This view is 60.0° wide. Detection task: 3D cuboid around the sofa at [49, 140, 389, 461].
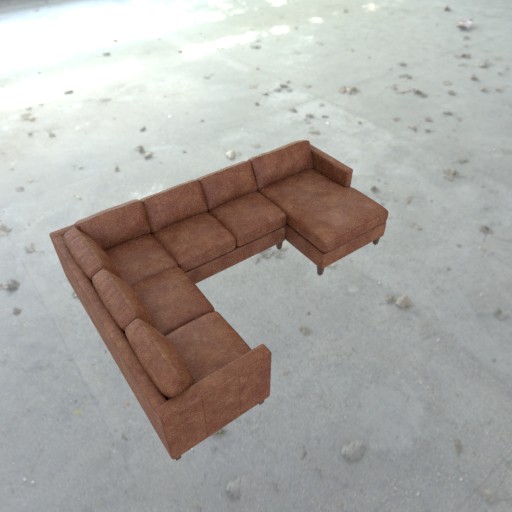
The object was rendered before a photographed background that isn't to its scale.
[{"bbox_3d":[0.000,0.000,4.590,3.324,0.888,2.452,-26,48,-26],"label":"sofa"}]
